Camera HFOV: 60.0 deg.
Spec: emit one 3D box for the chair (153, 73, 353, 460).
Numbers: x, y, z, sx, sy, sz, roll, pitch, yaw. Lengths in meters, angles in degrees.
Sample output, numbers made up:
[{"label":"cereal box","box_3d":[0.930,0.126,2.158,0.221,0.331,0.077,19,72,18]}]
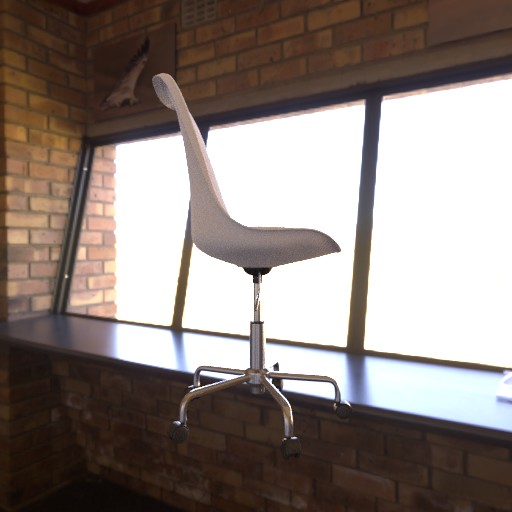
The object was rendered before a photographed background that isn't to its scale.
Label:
[{"label":"chair","box_3d":[0.000,0.000,1.266,0.550,0.930,0.550,0,1,0]}]
